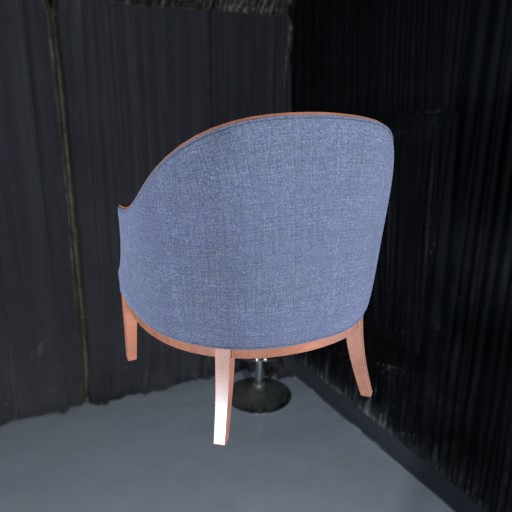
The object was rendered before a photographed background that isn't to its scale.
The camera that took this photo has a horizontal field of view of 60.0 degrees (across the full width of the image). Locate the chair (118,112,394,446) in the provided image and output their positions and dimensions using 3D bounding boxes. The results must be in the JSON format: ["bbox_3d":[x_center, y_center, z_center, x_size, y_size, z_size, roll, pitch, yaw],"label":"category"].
[{"bbox_3d":[0.000,0.000,1.478,0.803,0.876,0.735,-7,16,-27],"label":"chair"}]
